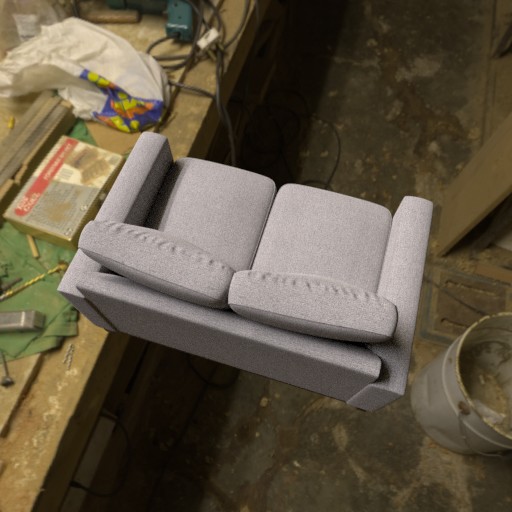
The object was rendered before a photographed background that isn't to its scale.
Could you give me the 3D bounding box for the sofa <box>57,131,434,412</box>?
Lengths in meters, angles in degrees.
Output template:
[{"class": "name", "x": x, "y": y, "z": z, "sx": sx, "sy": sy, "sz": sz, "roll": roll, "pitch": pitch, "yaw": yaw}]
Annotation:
[{"class": "sofa", "x": 0.000, "y": 0.000, "z": 2.030, "sx": 1.420, "sy": 0.873, "sz": 0.917, "roll": 15, "pitch": 65, "yaw": 7}]
